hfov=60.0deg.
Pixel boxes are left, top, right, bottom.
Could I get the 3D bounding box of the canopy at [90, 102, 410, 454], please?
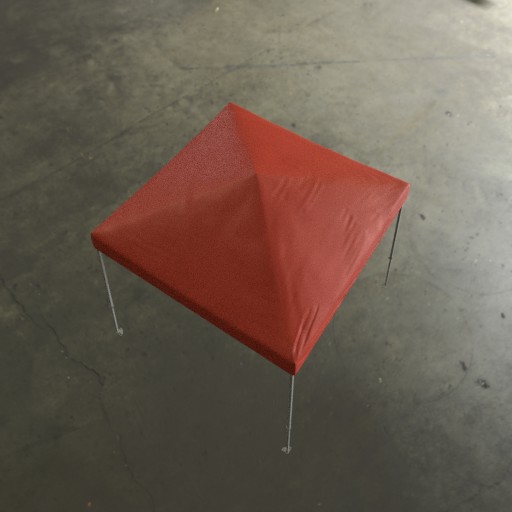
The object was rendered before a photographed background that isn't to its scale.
[{"bbox_3d":[0.000,0.000,5.272,2.849,2.850,2.850,30,63,17],"label":"canopy"}]
